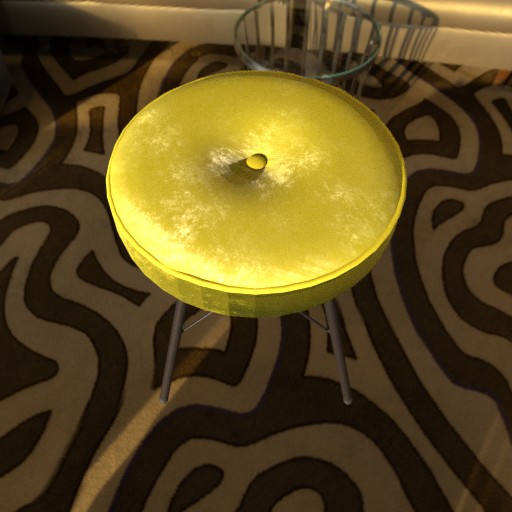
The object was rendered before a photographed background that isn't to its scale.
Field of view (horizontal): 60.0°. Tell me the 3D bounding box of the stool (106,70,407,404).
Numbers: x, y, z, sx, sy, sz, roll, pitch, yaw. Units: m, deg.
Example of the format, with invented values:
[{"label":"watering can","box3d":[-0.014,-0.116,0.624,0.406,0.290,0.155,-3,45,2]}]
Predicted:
[{"label":"stool","box3d":[0.000,0.000,0.808,0.409,0.508,0.409,0,57,0]}]
